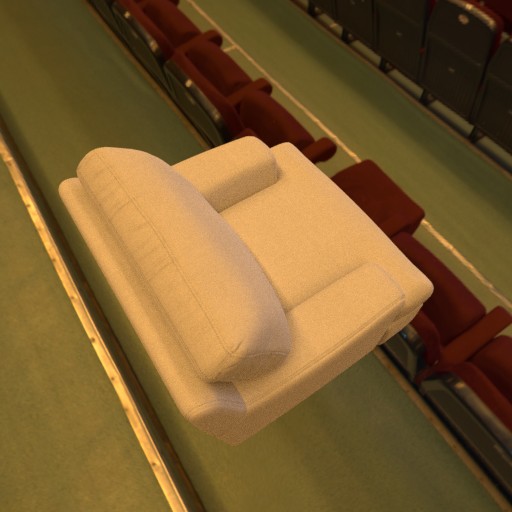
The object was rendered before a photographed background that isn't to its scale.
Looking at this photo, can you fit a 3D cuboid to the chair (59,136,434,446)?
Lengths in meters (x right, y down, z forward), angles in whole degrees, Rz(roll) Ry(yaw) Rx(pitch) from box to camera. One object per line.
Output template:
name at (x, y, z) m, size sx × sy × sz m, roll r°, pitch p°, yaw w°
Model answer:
chair at (0.000, 0.000, 1.907) m, size 1.158 × 0.930 × 1.140 m, roll -29°, pitch 62°, yaw -17°
